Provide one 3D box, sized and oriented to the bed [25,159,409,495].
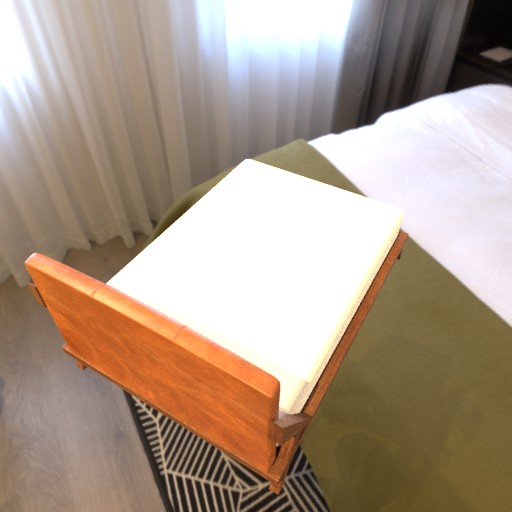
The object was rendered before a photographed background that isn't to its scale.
[{"bbox_3d":[0.000,0.000,3.164,1.651,1.168,2.311,23,49,21],"label":"bed"}]
